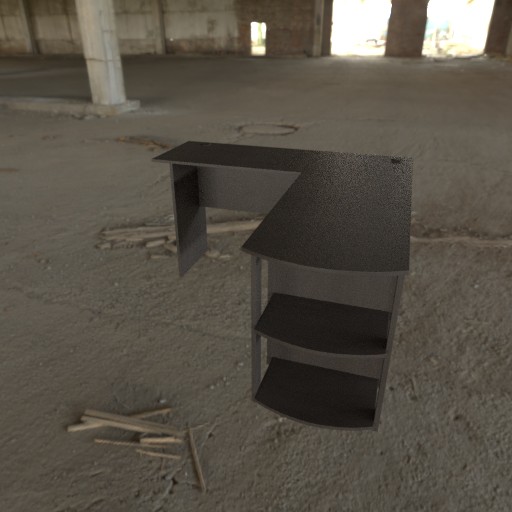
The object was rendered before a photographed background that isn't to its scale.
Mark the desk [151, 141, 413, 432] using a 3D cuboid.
[{"bbox_3d":[0.000,0.000,2.107,1.303,0.716,1.361,8,28,16],"label":"desk"}]
